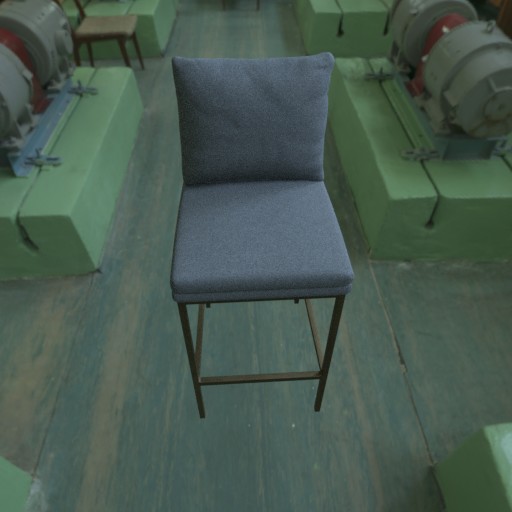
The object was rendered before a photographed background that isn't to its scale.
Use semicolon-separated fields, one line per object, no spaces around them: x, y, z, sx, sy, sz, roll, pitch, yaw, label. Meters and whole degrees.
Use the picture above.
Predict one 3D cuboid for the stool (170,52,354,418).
0.000;0.000;1.428;0.463;1.130;0.569;-2;45;-2;stool
